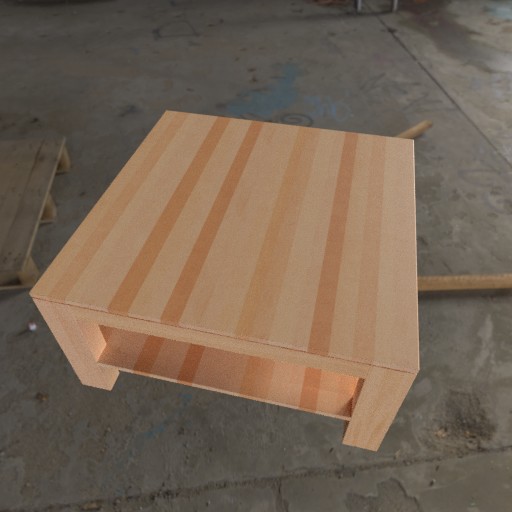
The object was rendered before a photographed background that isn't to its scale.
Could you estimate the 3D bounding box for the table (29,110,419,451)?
[{"bbox_3d":[0.000,0.000,1.448,0.900,0.450,0.900,10,47,9],"label":"table"}]
